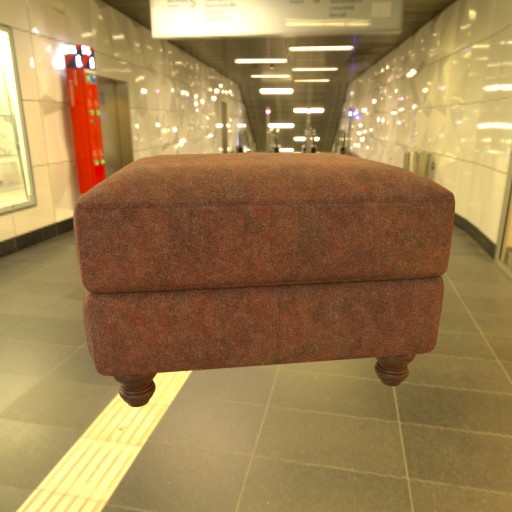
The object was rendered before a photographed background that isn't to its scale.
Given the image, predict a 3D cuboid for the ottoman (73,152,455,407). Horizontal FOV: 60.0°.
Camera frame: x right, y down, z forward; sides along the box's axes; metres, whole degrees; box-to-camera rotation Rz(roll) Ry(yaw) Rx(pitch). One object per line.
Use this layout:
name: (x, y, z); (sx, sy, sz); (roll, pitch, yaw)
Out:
ottoman: (0.000, 0.000, 1.141); (0.787, 0.508, 0.635); (-2, 17, -7)
